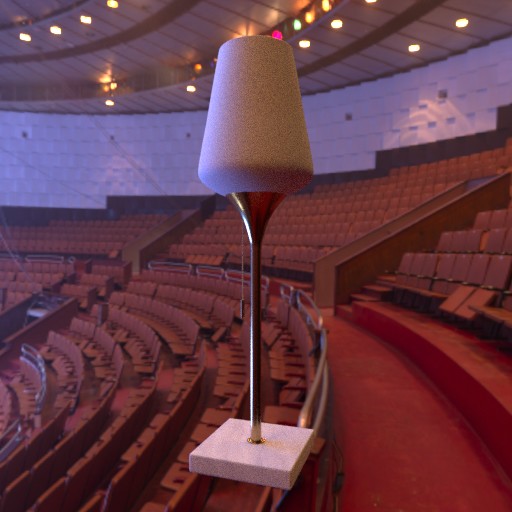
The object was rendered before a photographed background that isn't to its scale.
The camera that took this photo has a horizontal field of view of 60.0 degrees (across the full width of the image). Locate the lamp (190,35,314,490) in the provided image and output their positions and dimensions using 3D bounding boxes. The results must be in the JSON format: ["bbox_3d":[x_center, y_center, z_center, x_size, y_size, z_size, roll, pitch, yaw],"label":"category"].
[{"bbox_3d":[0.000,0.000,0.699,0.181,0.639,0.181,0,0,20],"label":"lamp"}]
